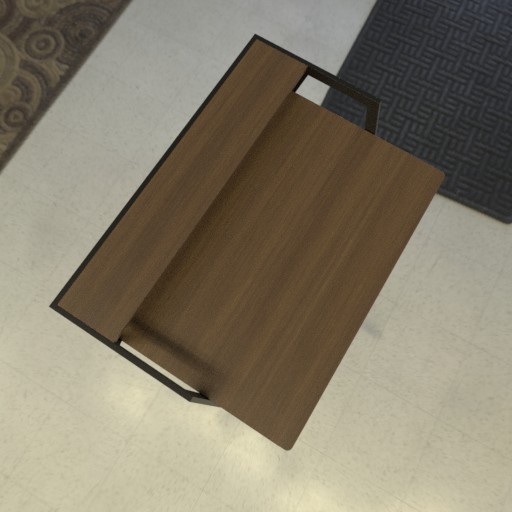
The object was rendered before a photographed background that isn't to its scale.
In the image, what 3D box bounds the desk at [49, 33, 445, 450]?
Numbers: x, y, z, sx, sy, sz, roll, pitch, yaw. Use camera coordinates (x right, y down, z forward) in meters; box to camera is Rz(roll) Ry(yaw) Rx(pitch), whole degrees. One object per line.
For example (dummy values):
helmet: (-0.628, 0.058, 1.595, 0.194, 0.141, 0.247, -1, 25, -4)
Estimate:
desk: (0.000, 0.000, 1.865, 0.936, 0.998, 1.143, 31, 77, 8)
